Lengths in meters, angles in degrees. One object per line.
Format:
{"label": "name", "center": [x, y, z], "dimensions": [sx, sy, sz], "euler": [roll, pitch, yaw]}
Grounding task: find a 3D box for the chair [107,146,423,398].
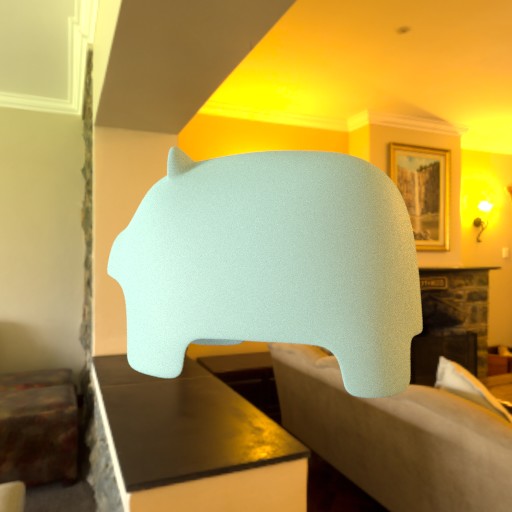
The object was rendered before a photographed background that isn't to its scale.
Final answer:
{"label": "chair", "center": [0.000, 0.000, 0.881], "dimensions": [0.619, 0.423, 0.364], "euler": [0, -1, 18]}
